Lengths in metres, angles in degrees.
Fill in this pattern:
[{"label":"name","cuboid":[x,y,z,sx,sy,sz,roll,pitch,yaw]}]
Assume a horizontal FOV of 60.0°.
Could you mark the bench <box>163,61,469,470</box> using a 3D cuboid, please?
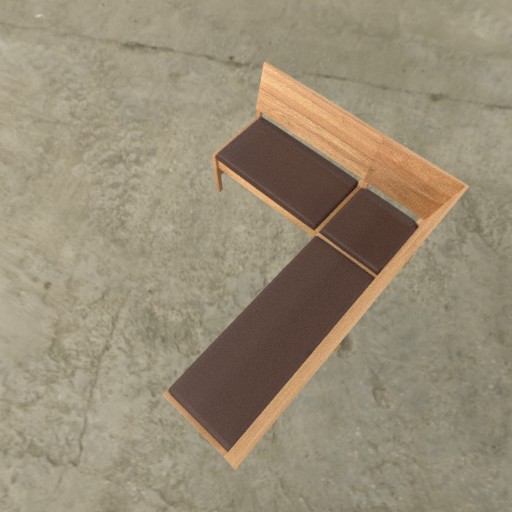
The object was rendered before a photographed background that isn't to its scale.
[{"label":"bench","cuboid":[0.000,0.000,2.810,1.549,0.890,1.975,38,69,17]}]
